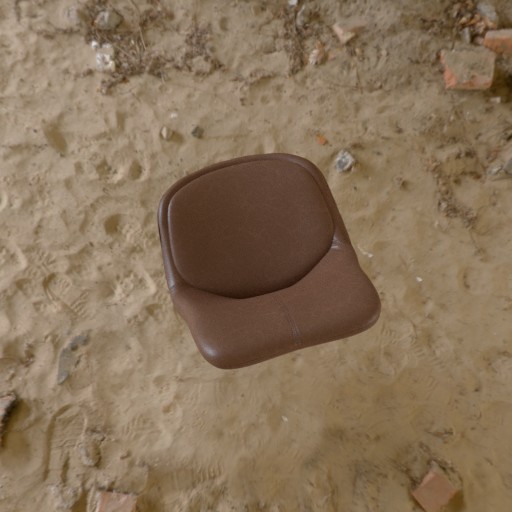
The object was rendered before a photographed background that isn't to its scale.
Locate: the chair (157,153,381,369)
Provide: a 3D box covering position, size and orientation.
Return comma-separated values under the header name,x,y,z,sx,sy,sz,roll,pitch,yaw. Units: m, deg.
name,x,y,z,sx,sy,sz,roll,pitch,yaw
chair,0.000,0.000,1.199,0.475,0.850,0.550,-15,77,-4
